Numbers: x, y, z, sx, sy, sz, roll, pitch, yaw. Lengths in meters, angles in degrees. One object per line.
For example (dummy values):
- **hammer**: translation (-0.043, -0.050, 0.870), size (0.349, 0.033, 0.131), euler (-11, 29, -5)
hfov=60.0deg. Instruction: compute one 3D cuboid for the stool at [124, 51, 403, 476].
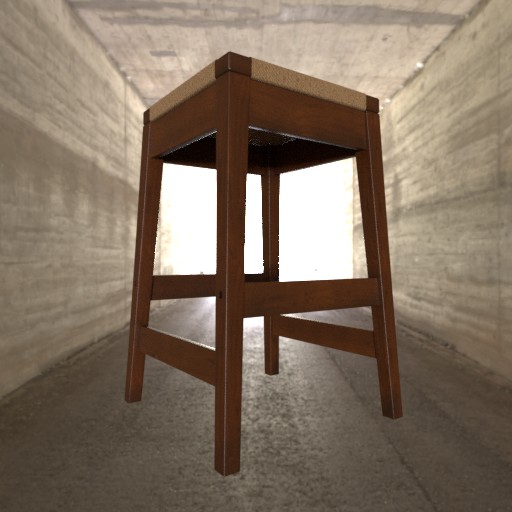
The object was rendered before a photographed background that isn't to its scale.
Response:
- **stool**: translation (0.000, 0.000, 1.113), size (0.497, 0.762, 0.507), euler (0, 0, -36)
